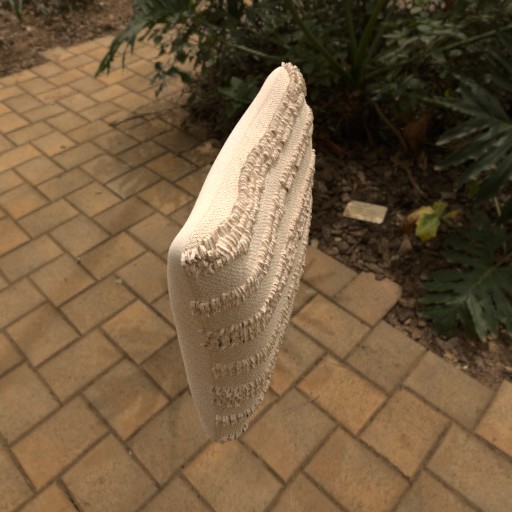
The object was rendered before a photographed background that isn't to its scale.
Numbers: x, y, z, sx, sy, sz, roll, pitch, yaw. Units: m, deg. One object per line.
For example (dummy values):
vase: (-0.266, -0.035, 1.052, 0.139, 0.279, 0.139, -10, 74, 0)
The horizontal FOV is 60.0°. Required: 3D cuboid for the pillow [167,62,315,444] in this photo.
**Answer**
pillow: (0.000, 0.000, 0.671, 0.145, 0.427, 0.437, 11, 47, 10)
